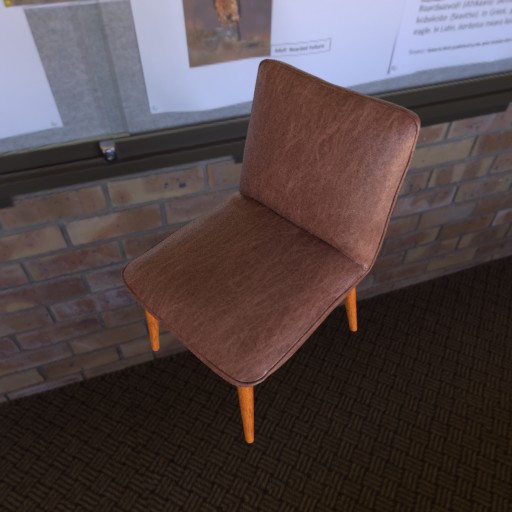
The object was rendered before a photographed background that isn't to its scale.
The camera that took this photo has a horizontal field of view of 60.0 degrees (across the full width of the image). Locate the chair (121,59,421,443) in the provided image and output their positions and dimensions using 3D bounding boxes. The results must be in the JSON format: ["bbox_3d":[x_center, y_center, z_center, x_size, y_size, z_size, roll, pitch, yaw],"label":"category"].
[{"bbox_3d":[0.000,0.000,1.227,0.543,0.803,0.645,30,53,26],"label":"chair"}]
